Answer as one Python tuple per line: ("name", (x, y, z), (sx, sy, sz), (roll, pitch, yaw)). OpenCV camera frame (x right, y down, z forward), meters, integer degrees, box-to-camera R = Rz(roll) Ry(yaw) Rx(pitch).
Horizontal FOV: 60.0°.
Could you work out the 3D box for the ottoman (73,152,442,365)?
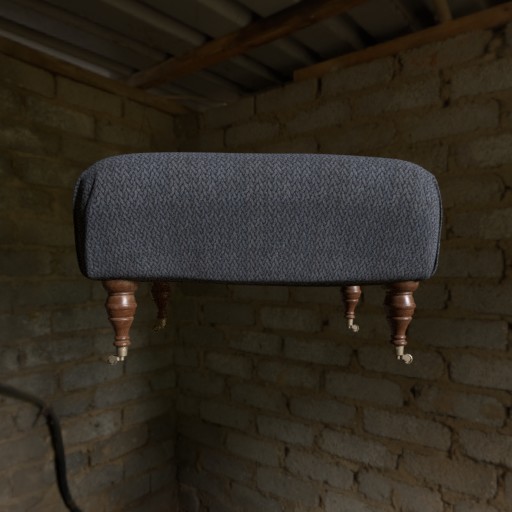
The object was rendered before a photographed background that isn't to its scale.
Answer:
("ottoman", (0.000, 0.000, 1.135), (0.747, 0.450, 0.622), (0, -1, -1))
